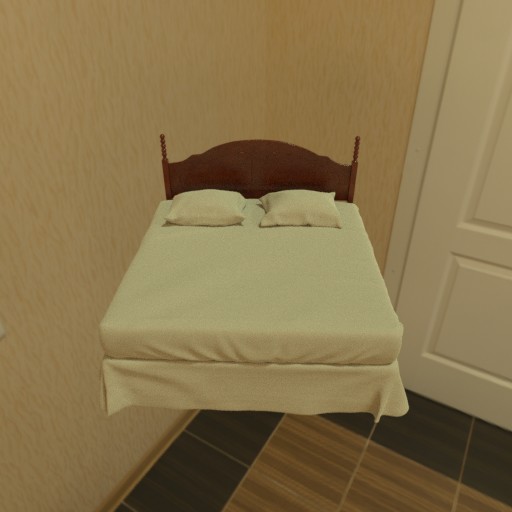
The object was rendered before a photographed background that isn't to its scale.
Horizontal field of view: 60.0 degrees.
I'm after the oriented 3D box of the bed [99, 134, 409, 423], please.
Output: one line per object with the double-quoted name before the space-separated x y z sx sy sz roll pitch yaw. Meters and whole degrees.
"bed" 0.000 0.000 3.664 2.322 1.355 2.219 1 33 2
